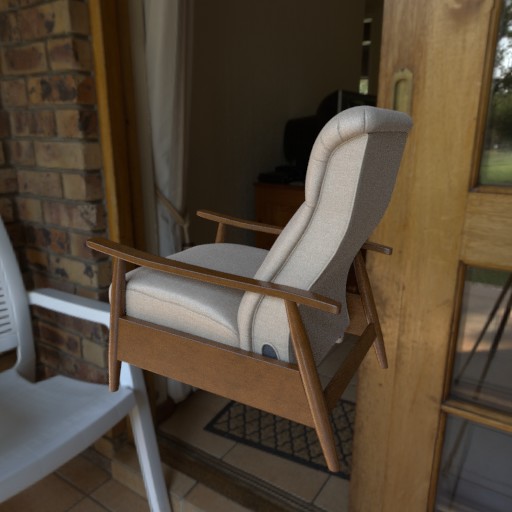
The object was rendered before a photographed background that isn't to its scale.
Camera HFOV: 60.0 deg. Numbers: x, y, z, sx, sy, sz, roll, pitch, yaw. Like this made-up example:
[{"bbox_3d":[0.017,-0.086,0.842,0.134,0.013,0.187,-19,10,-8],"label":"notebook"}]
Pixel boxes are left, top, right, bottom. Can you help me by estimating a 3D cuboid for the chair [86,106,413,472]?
[{"bbox_3d":[0.000,0.000,1.748,1.030,1.082,0.762,8,18,27],"label":"chair"}]
